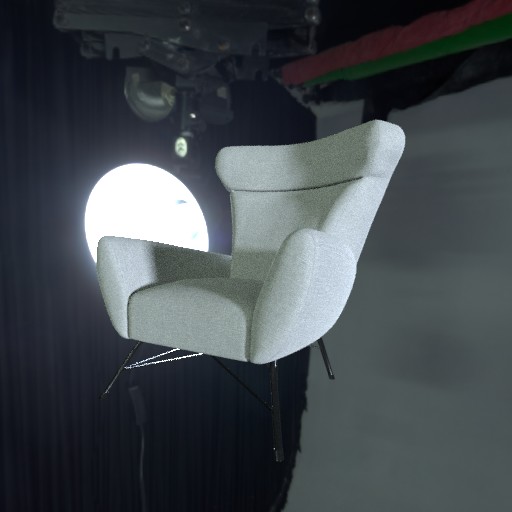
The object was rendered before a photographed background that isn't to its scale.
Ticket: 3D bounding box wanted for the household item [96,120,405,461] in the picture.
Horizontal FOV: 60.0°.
[{"bbox_3d":[0.000,0.000,1.750,0.980,1.050,0.900,1,1,37],"label":"household item"}]
